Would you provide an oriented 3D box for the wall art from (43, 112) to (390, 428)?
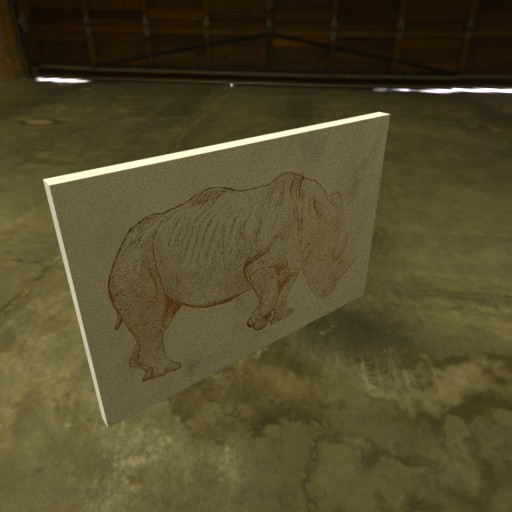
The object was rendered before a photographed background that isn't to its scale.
[{"bbox_3d":[0.000,0.000,1.159,0.915,0.610,0.038,-21,36,-32],"label":"wall art"}]
